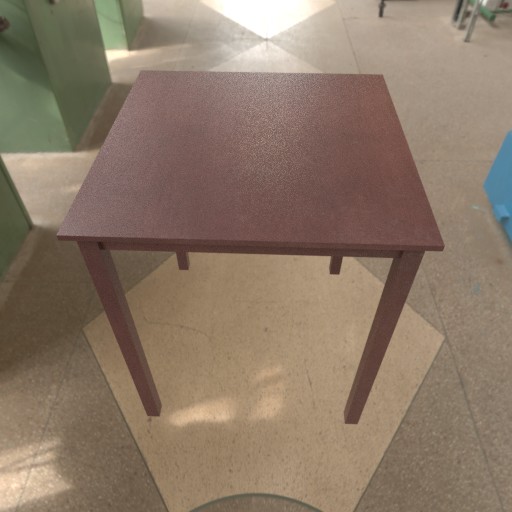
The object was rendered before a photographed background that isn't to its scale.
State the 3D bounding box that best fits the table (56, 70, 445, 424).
[{"bbox_3d":[0.000,0.000,1.635,0.861,0.991,0.861,2,46,2],"label":"table"}]
